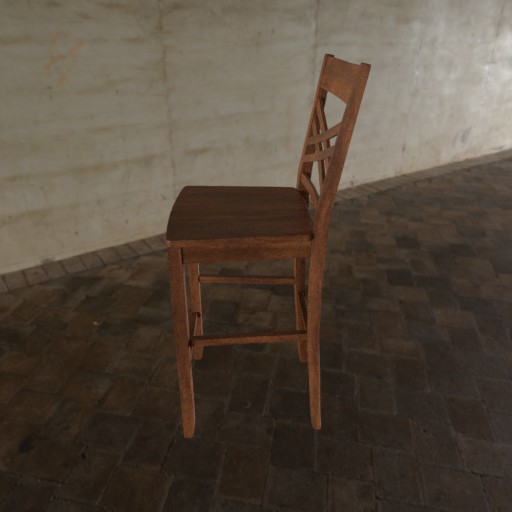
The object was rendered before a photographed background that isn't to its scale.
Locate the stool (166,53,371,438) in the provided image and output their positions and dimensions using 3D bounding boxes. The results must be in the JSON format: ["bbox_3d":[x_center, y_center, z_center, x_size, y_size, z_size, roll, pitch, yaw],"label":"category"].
[{"bbox_3d":[0.000,0.000,1.351,0.487,1.105,0.433,-1,27,-2],"label":"stool"}]
